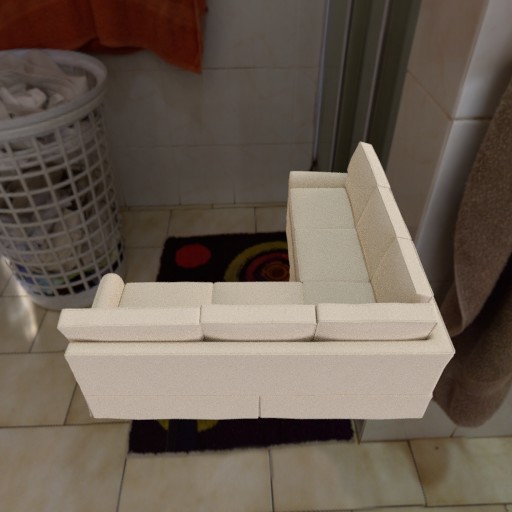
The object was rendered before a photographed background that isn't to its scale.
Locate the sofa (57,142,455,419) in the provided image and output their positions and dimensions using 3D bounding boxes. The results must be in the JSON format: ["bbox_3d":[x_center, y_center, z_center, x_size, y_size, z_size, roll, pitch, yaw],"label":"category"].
[{"bbox_3d":[0.000,0.000,4.020,2.597,1.070,2.591,0,42,0],"label":"sofa"}]
